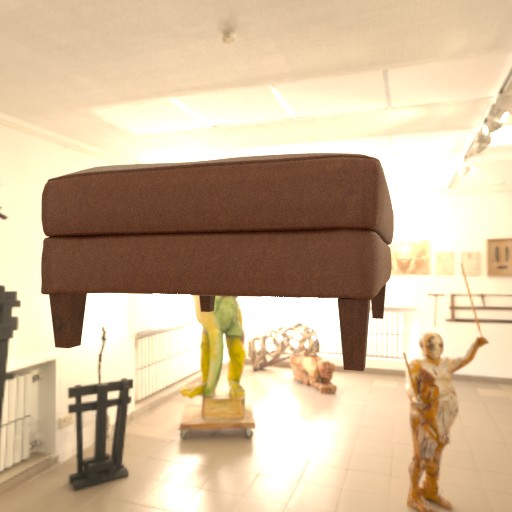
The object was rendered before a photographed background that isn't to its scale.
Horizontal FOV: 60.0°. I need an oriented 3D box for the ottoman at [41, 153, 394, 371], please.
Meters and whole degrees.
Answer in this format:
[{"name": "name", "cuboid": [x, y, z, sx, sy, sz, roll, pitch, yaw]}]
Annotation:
[{"name": "ottoman", "cuboid": [0.000, 0.000, 1.424, 0.836, 0.472, 0.987, 0, -1, 18]}]
